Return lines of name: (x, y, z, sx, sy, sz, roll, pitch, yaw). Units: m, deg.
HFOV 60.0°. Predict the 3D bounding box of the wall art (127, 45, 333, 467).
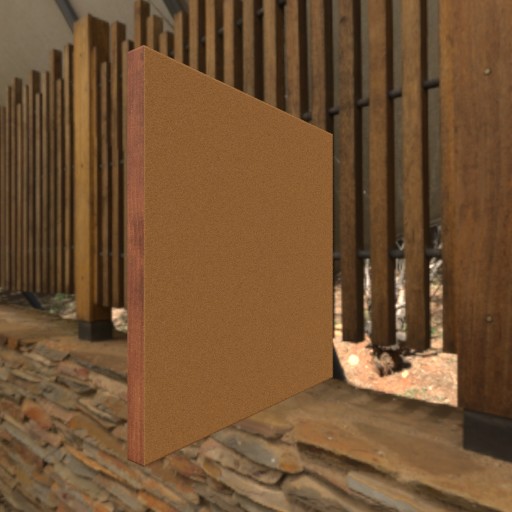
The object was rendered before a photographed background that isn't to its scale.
wall art: (0.000, 0.000, 0.833, 0.037, 0.572, 0.554, 0, 0, 37)
